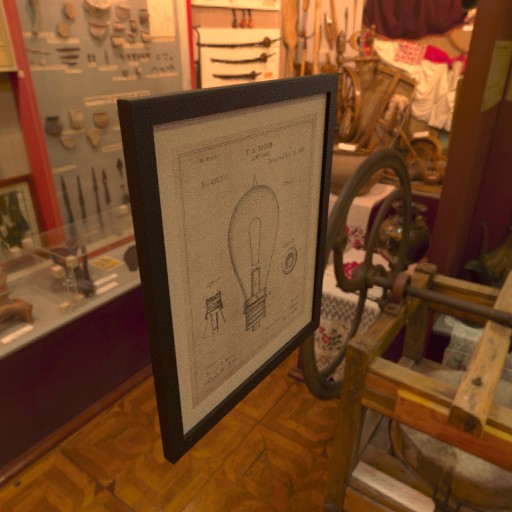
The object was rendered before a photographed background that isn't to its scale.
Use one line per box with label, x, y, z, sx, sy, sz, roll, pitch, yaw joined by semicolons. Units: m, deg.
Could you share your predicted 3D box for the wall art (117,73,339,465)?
wall art;0.000;0.000;0.697;0.021;0.509;0.430;18;32;32
